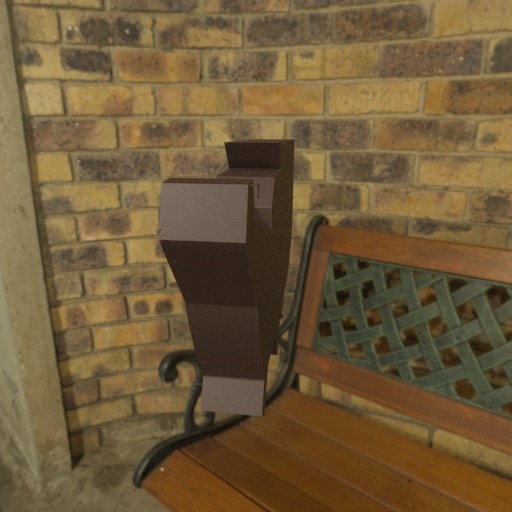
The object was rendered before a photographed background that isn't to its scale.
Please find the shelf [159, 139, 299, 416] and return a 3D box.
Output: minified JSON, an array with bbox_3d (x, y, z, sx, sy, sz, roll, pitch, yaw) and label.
[{"bbox_3d":[0.000,0.000,0.882,0.112,0.439,0.729,2,16,9],"label":"shelf"}]
